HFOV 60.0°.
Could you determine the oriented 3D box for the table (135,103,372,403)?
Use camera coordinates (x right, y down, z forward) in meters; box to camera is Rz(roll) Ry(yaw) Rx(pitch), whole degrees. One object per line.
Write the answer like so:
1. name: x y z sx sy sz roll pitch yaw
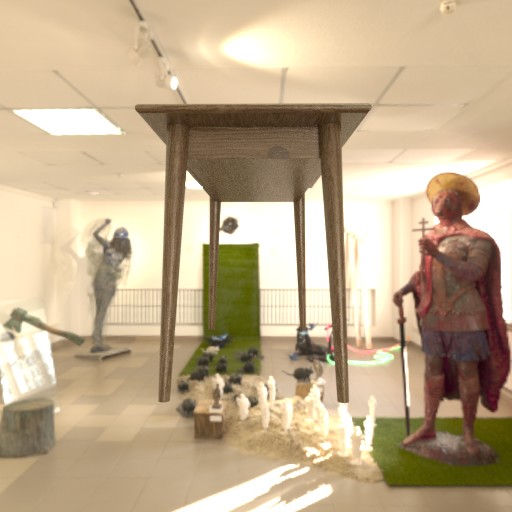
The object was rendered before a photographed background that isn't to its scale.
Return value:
1. table: 0.000 0.000 1.771 0.599 0.780 1.300 0 0 1
